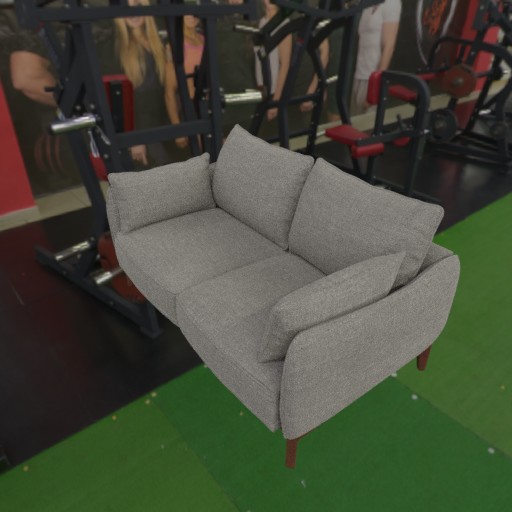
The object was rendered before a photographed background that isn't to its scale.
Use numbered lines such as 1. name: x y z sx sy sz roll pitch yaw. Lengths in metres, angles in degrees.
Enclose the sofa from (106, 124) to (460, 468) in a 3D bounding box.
1. sofa: 0.000 0.000 2.147 0.972 0.851 1.580 -22 38 -31
